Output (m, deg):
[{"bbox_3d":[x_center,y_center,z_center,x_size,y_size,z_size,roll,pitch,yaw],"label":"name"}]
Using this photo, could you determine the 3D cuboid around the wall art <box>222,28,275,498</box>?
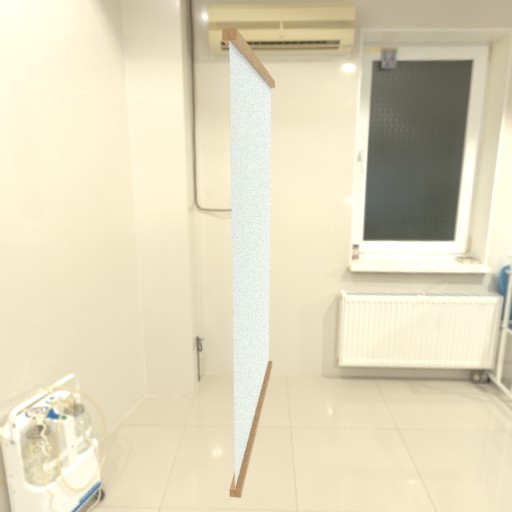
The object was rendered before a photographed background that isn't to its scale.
[{"bbox_3d":[0.000,0.000,0.628,0.013,0.510,0.335,2,14,8],"label":"wall art"}]
